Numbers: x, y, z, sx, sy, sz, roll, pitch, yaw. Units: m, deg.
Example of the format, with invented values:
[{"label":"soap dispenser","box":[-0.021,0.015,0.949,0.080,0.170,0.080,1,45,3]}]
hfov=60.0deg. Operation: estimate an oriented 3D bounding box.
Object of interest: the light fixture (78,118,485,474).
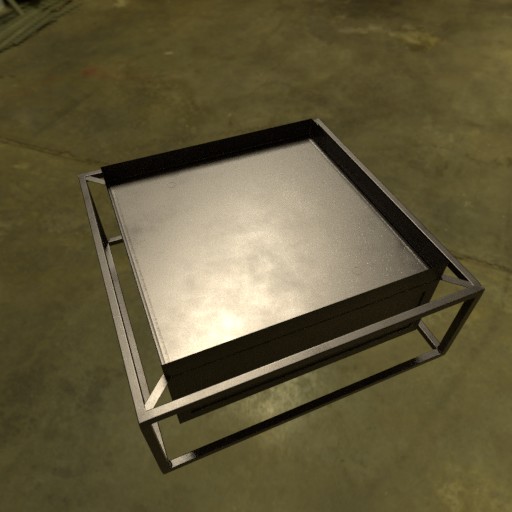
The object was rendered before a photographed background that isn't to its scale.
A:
[{"label":"light fixture","box":[0.000,0.000,0.686,0.441,0.191,0.441,-17,50,-15]}]
